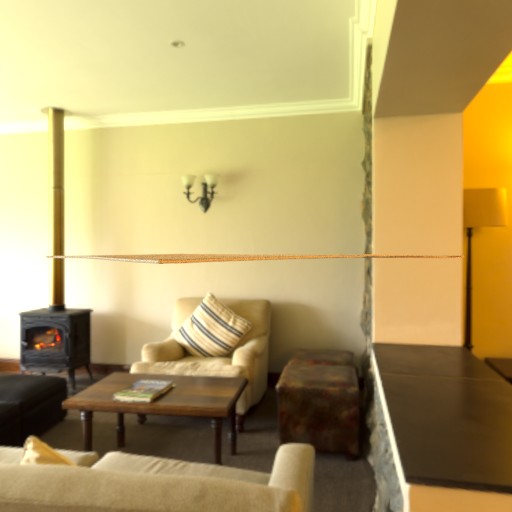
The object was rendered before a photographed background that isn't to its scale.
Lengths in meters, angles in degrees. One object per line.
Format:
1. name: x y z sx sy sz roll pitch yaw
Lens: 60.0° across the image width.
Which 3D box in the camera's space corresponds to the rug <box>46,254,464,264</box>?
1. rug: 0.000 0.000 4.242 3.202 0.045 2.434 0 1 -38
